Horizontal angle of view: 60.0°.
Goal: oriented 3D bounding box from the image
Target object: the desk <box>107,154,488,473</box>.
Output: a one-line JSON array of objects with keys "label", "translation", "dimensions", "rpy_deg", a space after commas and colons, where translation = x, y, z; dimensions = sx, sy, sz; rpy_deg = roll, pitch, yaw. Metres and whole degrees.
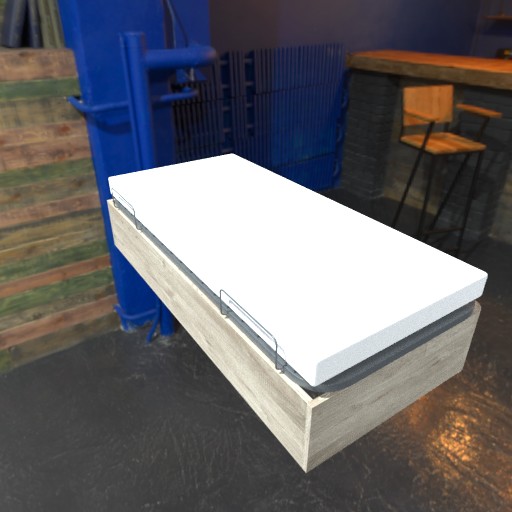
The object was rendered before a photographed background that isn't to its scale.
[{"label": "desk", "translation": [0.000, 0.000, 2.228], "dimensions": [0.900, 0.455, 1.900], "rpy_deg": [-18, 34, -29]}]
